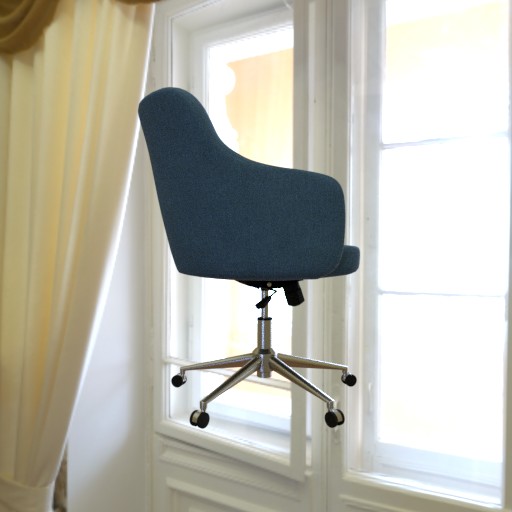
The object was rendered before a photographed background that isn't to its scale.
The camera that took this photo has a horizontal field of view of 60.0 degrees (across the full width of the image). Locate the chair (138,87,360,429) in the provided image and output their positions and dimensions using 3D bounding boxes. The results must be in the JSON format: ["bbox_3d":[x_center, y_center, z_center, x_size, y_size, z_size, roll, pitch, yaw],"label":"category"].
[{"bbox_3d":[0.000,0.000,1.287,0.655,0.820,0.599,-1,2,-18],"label":"chair"}]
